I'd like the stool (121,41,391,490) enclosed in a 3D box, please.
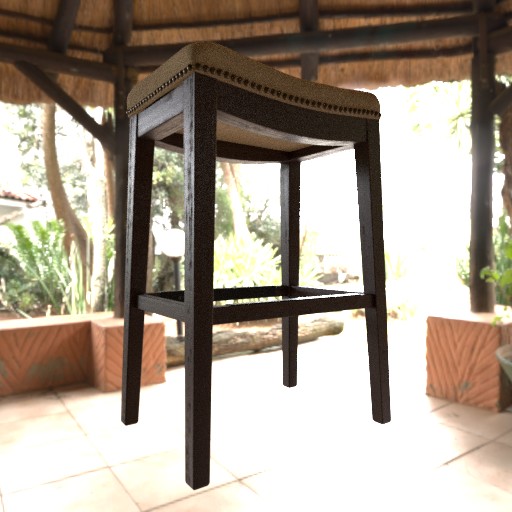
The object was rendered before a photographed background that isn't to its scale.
[{"bbox_3d":[0.000,0.000,1.017,0.509,0.768,0.363,0,1,-35],"label":"stool"}]
